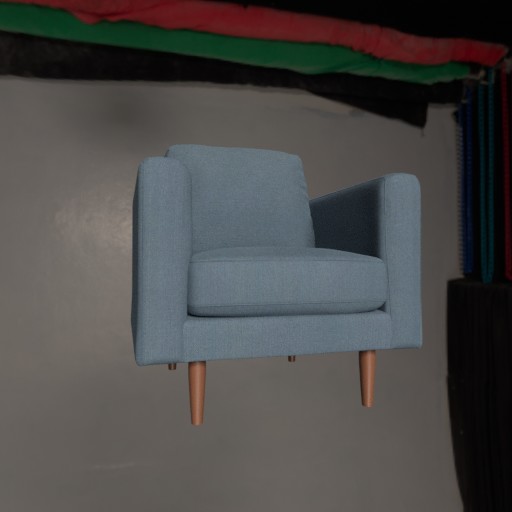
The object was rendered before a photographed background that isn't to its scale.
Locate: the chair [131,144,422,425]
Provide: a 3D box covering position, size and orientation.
[{"bbox_3d":[0.000,0.000,1.593,0.855,0.922,0.820,0,-1,-17],"label":"chair"}]
